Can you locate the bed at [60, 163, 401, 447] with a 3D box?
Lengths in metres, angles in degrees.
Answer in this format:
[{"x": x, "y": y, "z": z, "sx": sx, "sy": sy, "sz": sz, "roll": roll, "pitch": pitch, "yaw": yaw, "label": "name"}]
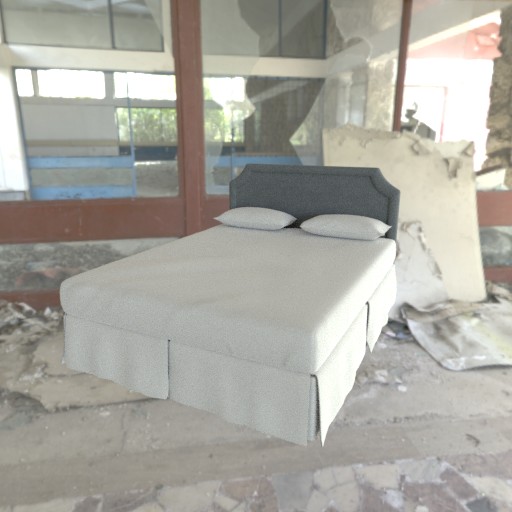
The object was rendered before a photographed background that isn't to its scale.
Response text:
[{"x": 0.000, "y": 0.000, "z": 3.624, "sx": 1.977, "sy": 1.306, "sz": 2.464, "roll": 8, "pitch": 17, "yaw": 25, "label": "bed"}]
